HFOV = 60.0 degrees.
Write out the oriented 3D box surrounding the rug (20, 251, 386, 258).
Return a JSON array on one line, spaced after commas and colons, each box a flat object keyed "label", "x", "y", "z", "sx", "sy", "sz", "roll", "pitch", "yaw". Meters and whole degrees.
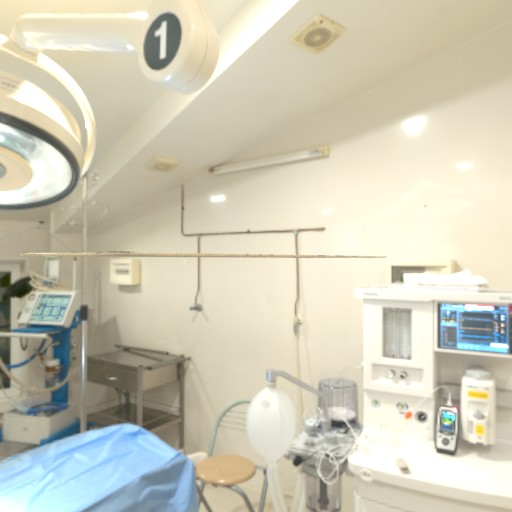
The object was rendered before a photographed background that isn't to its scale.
[{"label": "rug", "x": 0.000, "y": 0.000, "z": 2.505, "sx": 0.692, "sy": 0.017, "sz": 2.301, "roll": 0, "pitch": -1, "yaw": 36}]
